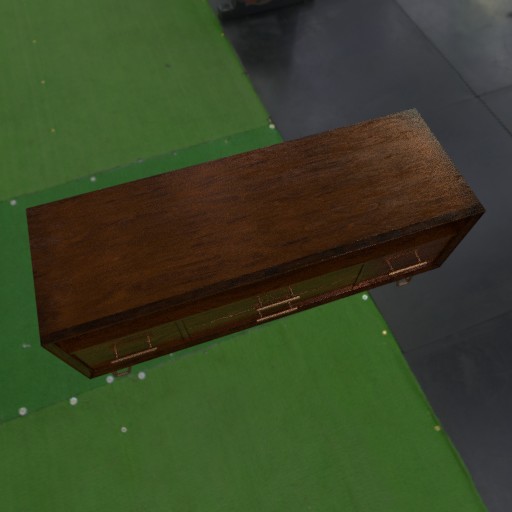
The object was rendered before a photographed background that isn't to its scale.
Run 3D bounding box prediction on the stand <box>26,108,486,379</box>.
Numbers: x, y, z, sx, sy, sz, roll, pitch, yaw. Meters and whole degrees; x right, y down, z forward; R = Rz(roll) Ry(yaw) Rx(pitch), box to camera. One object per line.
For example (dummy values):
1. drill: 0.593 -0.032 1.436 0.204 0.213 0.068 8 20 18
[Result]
1. stand: 0.000 0.000 1.663 1.372 0.610 0.481 -16 63 -9
